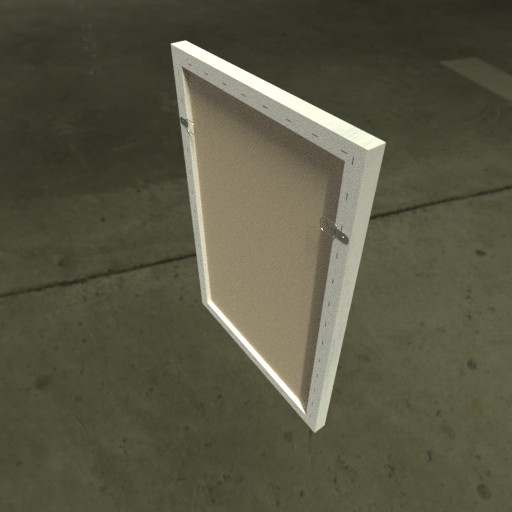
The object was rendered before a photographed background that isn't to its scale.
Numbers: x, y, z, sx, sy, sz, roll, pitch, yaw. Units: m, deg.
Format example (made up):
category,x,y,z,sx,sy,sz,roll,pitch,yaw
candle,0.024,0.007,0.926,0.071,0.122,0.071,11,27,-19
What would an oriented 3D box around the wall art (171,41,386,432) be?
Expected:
category,x,y,z,sx,sy,sz,roll,pitch,yaw
wall art,0.000,0.000,1.173,0.043,0.914,0.624,-27,49,-26
